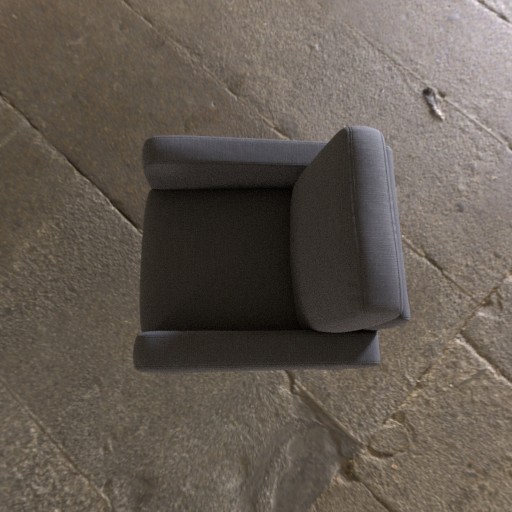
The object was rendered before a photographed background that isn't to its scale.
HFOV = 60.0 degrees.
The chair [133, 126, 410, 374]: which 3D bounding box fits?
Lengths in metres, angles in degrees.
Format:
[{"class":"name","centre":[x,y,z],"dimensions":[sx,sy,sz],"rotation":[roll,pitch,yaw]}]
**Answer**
[{"class":"chair","centre":[0.000,0.000,1.573],"dimensions":[0.863,0.855,0.798],"rotation":[-1,75,0]}]
